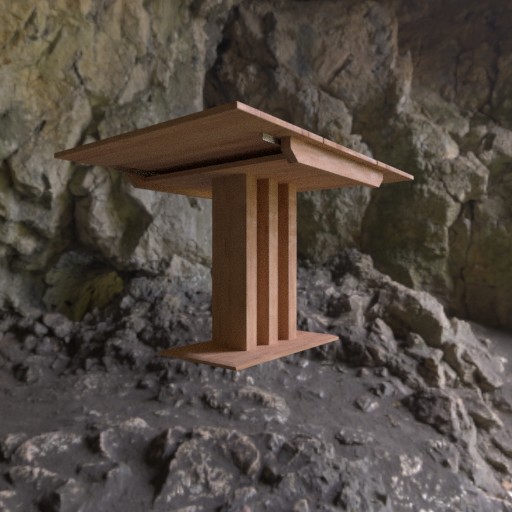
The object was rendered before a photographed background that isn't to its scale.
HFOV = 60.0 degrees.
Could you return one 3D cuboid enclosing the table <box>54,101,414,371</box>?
[{"bbox_3d":[0.000,0.000,1.890,0.900,0.770,1.300,0,0,38],"label":"table"}]
